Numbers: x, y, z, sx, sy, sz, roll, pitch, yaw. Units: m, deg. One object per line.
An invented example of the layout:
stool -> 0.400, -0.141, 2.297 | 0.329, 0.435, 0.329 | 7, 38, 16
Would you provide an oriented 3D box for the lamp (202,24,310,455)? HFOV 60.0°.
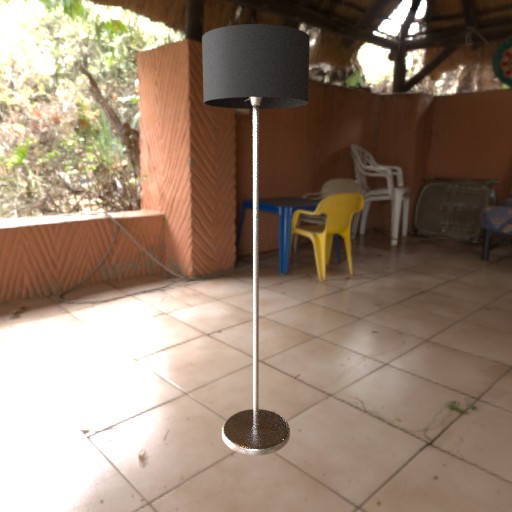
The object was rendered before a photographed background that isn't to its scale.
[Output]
lamp -> 0.000, 0.000, 1.600 | 0.348, 1.443, 0.348 | -12, 18, -43
